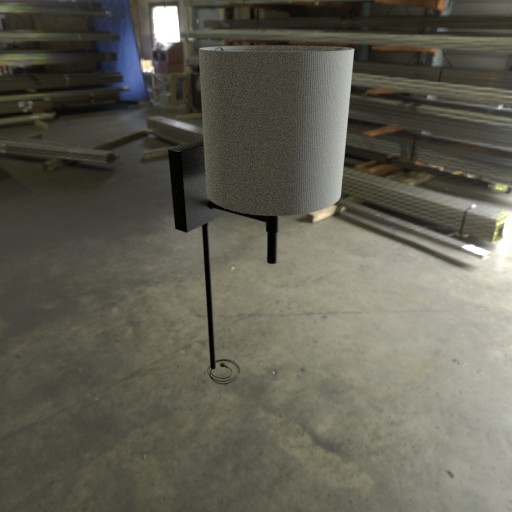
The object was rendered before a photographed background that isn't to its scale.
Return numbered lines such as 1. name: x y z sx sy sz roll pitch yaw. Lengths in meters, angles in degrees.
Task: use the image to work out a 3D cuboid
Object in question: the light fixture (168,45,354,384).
1. light fixture: 0.000 0.000 0.692 0.248 0.589 0.188 18 32 31
